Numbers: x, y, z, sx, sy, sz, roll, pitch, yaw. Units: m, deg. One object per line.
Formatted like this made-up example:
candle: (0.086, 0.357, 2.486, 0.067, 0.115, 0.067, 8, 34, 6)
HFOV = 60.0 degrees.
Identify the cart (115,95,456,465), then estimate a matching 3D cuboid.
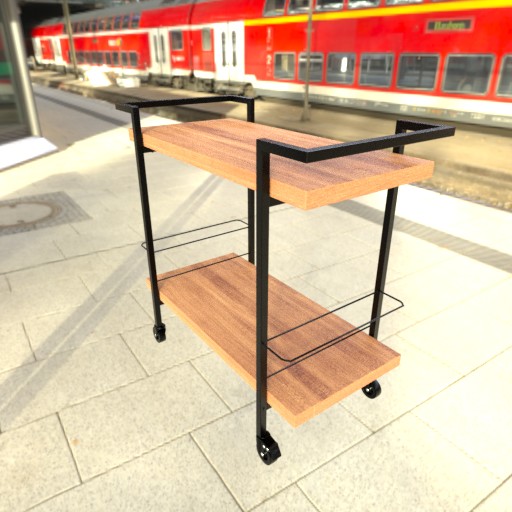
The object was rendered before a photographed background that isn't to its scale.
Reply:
cart: (0.000, 0.000, 1.228, 0.406, 0.762, 0.806, -17, 30, -32)
